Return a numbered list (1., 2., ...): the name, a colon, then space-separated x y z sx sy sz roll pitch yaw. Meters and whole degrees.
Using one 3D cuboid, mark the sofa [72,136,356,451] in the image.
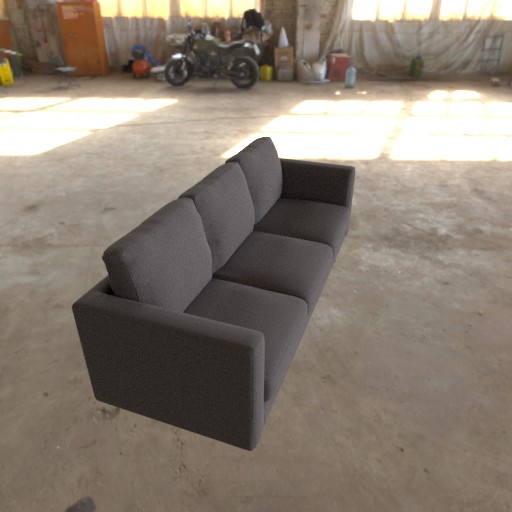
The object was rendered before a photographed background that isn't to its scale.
1. sofa: 0.000 0.000 2.542 0.802 0.912 2.029 11 32 18
